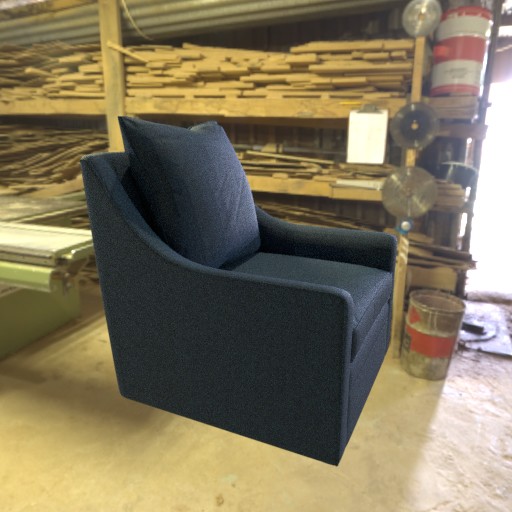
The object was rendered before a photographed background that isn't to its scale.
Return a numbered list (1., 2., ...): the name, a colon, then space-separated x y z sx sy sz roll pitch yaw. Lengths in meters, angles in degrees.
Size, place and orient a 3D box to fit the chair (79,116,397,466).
1. chair: 0.000 0.000 1.571 0.870 0.939 0.750 7 17 25
